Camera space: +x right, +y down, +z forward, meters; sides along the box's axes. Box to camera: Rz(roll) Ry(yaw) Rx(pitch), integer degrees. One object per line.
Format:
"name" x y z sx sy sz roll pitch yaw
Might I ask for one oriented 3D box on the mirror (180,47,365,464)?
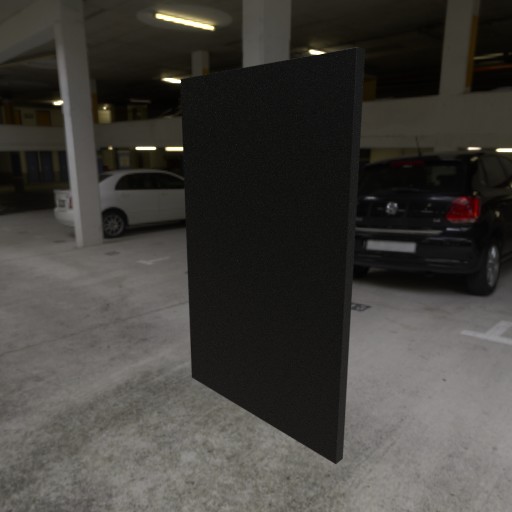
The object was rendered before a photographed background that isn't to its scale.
"mirror" 0.000 0.000 1.534 0.038 1.219 0.762 -13 19 -43
